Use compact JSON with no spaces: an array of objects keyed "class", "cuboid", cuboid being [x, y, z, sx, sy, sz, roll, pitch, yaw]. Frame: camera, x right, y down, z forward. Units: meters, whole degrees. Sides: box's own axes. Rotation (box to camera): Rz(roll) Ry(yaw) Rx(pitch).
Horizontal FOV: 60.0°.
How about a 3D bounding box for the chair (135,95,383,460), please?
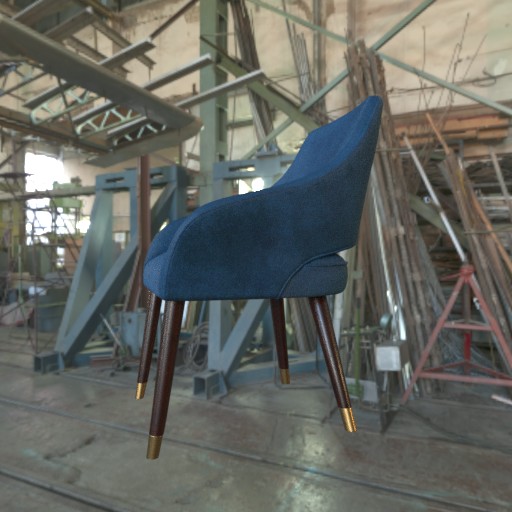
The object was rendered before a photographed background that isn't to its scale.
[{"class":"chair","cuboid":[0.000,0.000,1.560,0.794,1.081,0.683,0,0,-18]}]
